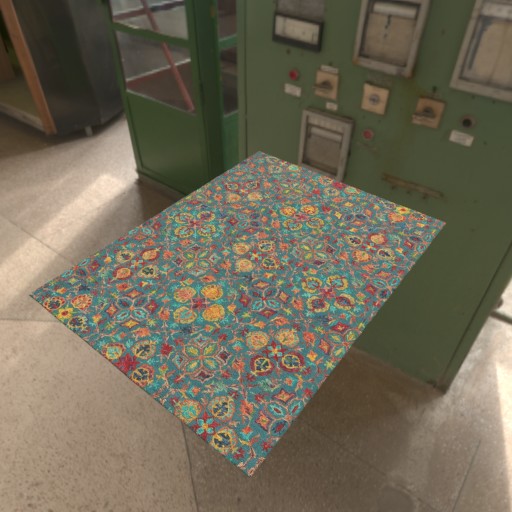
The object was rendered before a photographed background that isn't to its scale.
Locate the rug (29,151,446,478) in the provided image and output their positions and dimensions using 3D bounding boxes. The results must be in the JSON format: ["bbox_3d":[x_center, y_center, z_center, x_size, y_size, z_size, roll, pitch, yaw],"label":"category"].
[{"bbox_3d":[0.000,0.000,4.164,2.434,0.025,3.204,28,49,28],"label":"rug"}]
